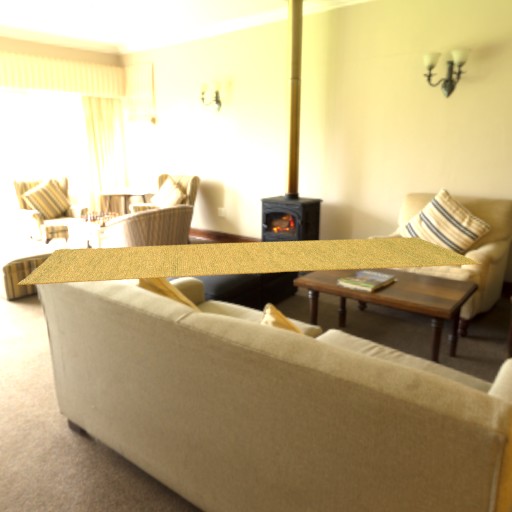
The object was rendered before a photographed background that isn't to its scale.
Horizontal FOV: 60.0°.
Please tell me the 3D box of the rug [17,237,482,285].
[{"bbox_3d":[0.000,0.000,2.517,2.340,0.013,0.686,-2,14,-9],"label":"rug"}]
